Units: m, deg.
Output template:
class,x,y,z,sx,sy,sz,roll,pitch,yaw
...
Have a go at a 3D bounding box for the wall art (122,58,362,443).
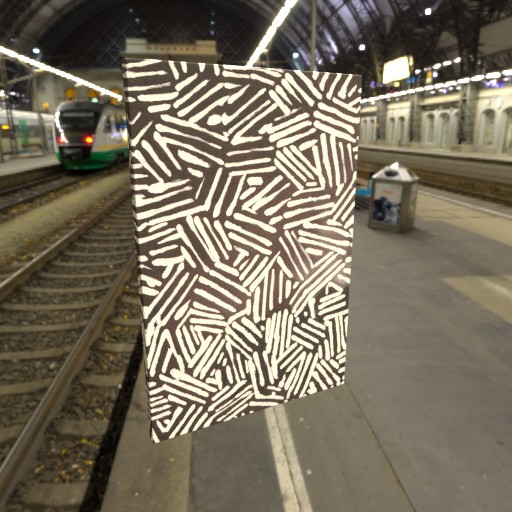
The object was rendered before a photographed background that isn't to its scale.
class,x,y,z,sx,sy,sz,roll,pitch,yaw
wall art,0.000,0.000,1.168,0.615,0.918,0.035,-8,17,-26
